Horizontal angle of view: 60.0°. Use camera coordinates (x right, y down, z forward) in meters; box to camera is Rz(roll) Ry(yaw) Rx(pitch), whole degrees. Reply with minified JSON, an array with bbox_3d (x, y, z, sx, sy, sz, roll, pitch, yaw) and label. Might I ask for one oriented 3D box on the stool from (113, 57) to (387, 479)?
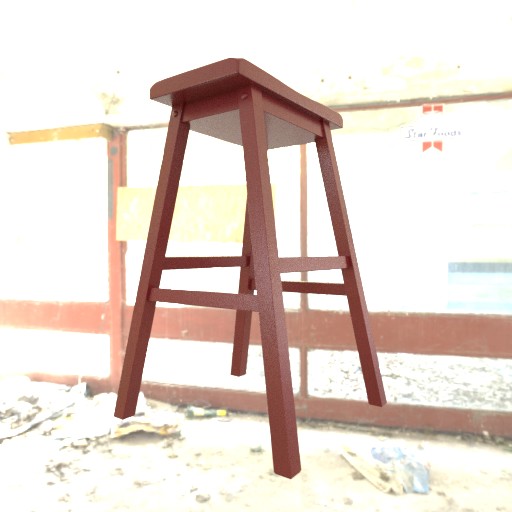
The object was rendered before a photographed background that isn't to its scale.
[{"bbox_3d":[0.000,0.000,1.056,0.476,0.737,0.457,0,1,36],"label":"stool"}]
